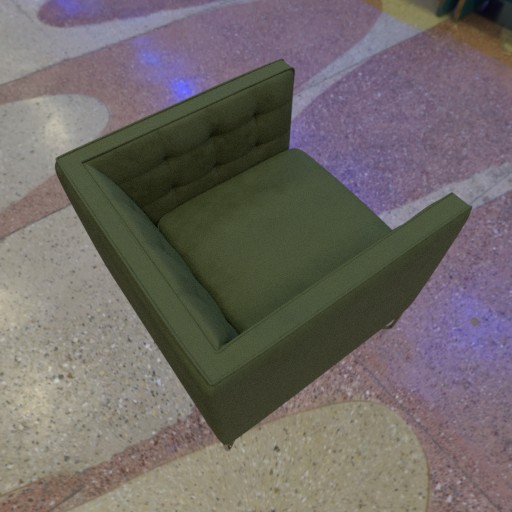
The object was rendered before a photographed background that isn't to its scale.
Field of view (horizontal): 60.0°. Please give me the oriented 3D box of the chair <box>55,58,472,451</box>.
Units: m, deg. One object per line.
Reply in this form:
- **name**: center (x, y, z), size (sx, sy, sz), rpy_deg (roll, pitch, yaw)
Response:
- **chair**: center (0.000, 0.000, 1.574), size (0.894, 0.790, 0.880), rpy_deg (-32, 62, -19)
